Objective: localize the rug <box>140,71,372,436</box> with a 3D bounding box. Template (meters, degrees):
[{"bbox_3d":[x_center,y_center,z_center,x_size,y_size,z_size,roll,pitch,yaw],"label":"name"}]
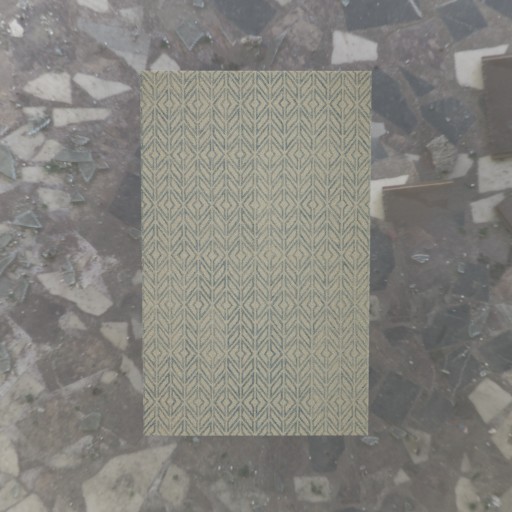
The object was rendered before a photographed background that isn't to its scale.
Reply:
[{"bbox_3d":[0.000,0.000,2.968,1.526,0.008,2.441,0,92,0],"label":"rug"}]
